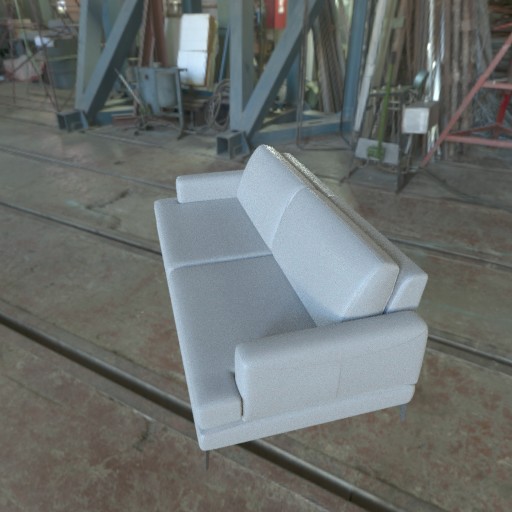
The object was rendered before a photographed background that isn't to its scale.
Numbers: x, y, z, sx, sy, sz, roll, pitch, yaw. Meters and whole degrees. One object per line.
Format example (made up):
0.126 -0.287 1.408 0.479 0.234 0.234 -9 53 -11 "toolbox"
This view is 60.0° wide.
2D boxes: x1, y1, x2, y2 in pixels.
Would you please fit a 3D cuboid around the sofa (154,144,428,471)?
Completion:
0.000 0.000 2.440 0.974 0.765 1.940 -8 31 -13 "sofa"
